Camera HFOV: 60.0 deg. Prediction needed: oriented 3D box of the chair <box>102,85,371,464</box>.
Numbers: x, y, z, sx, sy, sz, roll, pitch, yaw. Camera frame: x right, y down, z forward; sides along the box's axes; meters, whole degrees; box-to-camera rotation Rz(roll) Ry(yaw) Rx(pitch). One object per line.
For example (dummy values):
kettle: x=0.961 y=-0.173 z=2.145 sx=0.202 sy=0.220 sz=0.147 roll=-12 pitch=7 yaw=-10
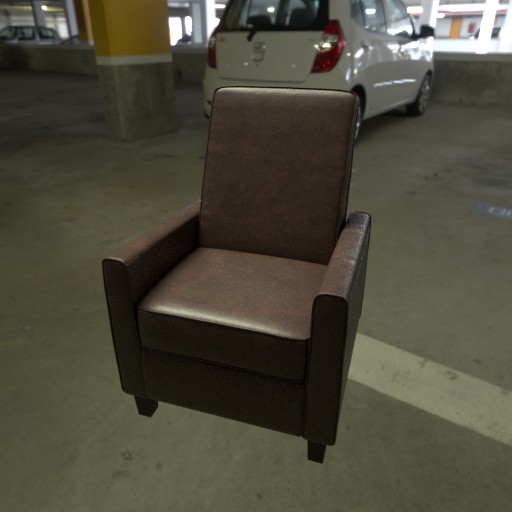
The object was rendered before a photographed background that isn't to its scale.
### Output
chair: x=0.000 y=0.000 z=1.490 sx=0.705 sy=1.013 sz=0.746 roll=8 pitch=28 yaw=16
